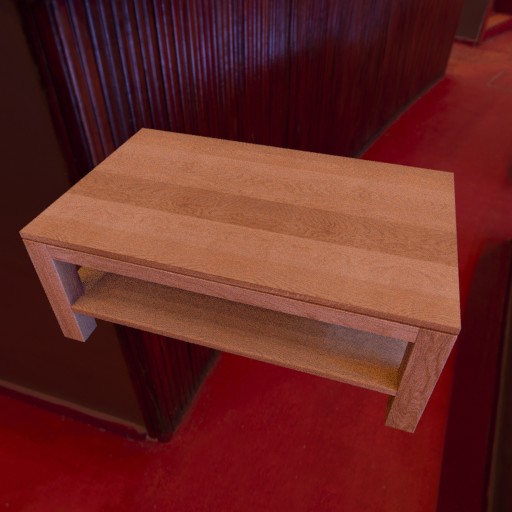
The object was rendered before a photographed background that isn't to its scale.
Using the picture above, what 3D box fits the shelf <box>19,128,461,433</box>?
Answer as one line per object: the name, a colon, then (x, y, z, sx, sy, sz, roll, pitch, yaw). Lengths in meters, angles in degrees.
shelf: (0.000, 0.000, 1.490, 1.150, 0.450, 0.700, 12, 42, 13)
